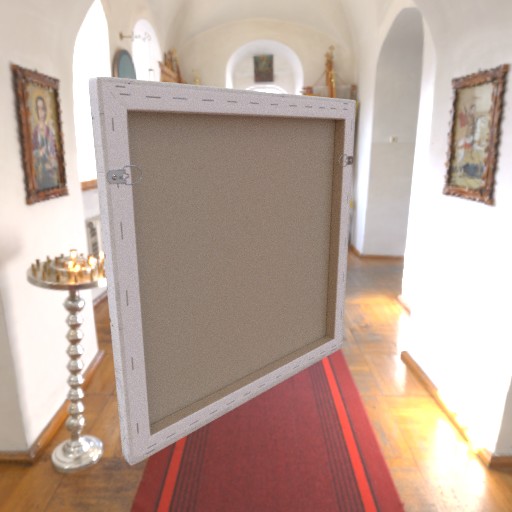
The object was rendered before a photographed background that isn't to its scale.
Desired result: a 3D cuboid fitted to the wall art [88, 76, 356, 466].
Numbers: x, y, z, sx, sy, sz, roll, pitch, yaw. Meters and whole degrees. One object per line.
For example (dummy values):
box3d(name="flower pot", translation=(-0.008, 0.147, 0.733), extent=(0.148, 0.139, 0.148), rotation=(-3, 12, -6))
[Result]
box3d(name="wall art", translation=(0.000, 0.000, 1.090), extent=(0.762, 0.762, 0.038), rotation=(-15, 21, -43))
